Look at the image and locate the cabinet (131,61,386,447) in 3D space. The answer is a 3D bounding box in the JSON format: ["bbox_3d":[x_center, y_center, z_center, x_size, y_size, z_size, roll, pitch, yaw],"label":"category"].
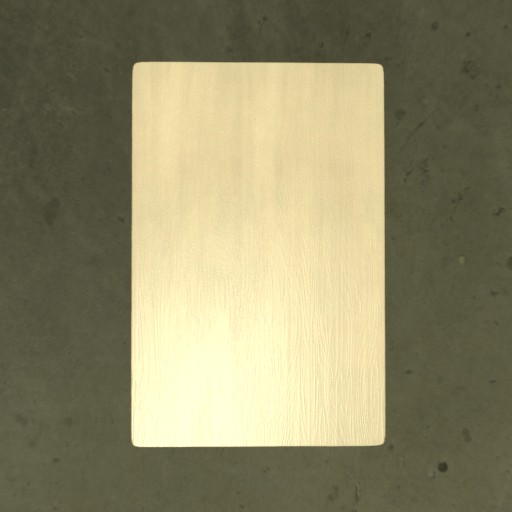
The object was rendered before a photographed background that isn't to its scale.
[{"bbox_3d":[0.000,0.000,1.259,0.503,0.762,0.763,0,89,-1],"label":"cabinet"}]
